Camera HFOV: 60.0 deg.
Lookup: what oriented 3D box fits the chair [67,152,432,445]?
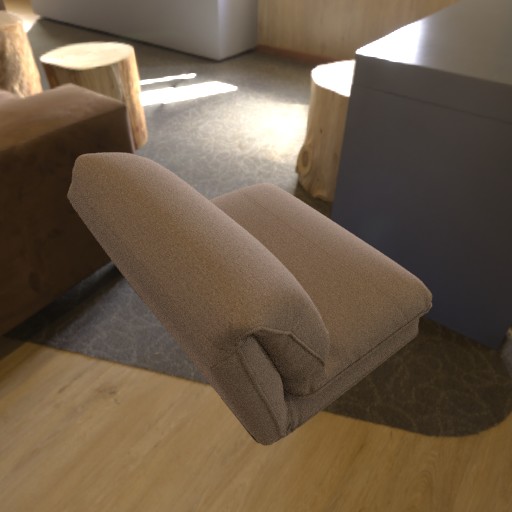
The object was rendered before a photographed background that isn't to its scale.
[{"bbox_3d":[0.000,0.000,1.328,0.780,0.580,0.820,-27,47,-28],"label":"chair"}]
